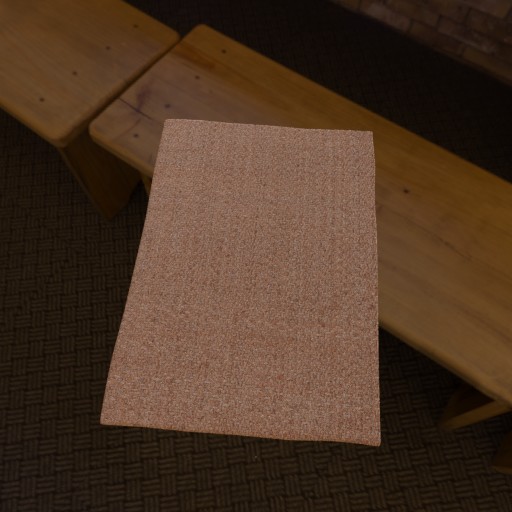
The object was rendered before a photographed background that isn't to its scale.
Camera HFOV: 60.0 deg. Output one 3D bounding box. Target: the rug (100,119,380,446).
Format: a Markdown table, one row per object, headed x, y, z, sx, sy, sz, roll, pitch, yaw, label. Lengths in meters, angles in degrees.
| x | y | z | sx | sy | sz | roll | pitch | yaw | label |
| --- | --- | --- | --- | --- | --- | --- | --- | --- | --- |
| 0.000 | 0.000 | 2.836 | 1.566 | 0.013 | 2.141 | 4 | 66 | 2 | rug |
